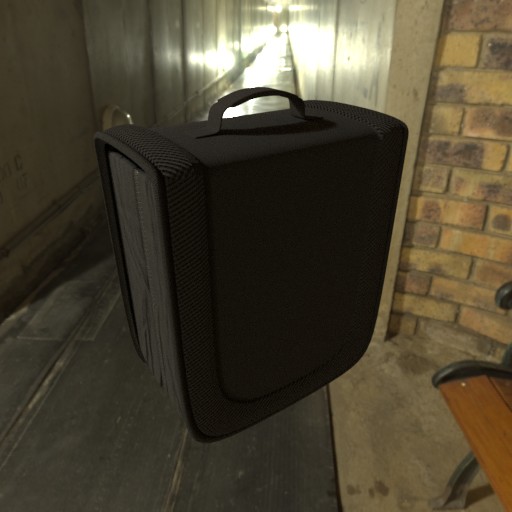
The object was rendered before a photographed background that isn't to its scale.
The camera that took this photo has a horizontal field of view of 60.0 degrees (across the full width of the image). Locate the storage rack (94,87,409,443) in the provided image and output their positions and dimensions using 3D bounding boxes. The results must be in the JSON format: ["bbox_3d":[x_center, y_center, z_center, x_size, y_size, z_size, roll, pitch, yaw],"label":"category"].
[{"bbox_3d":[0.000,0.000,0.542,0.297,0.387,0.168,-18,34,-29],"label":"storage rack"}]
